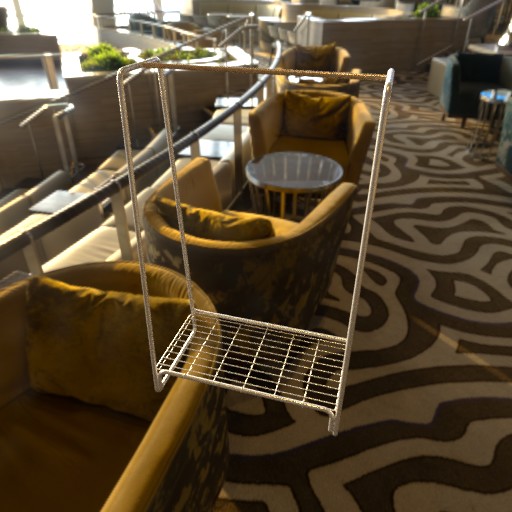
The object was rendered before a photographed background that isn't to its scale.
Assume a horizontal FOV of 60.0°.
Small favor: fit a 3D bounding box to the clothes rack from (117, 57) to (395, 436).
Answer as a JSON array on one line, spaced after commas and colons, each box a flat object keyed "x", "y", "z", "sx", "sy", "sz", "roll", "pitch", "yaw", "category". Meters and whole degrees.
[{"x": 0.000, "y": 0.000, "z": 1.896, "sx": 0.900, "sy": 1.500, "sz": 0.495, "roll": 9, "pitch": 33, "yaw": 14, "category": "clothes rack"}]
